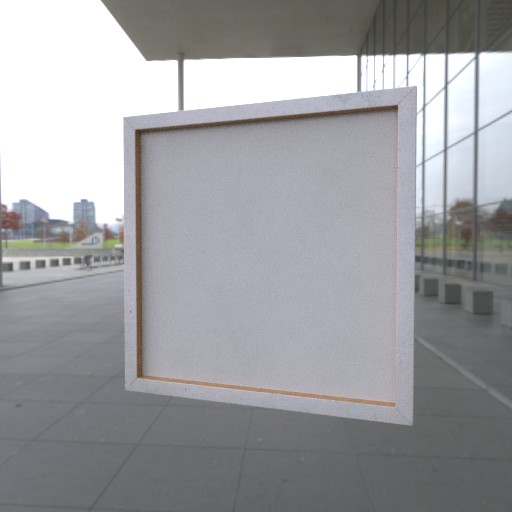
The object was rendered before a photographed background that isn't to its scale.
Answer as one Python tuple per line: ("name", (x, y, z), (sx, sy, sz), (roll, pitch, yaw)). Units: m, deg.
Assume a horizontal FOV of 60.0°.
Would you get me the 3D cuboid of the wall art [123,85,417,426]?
("wall art", (0.000, 0.000, 1.128), (0.762, 0.762, 0.038), (1, 2, 19))
